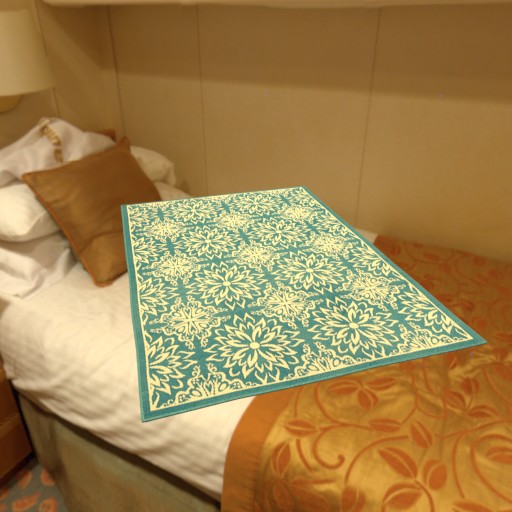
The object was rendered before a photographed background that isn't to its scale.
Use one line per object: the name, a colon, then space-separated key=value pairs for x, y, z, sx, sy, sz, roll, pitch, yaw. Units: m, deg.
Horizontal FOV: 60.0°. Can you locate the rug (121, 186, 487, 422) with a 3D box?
rug: x=0.000 y=0.000 z=2.760 sx=1.554 sy=0.012 sz=2.205 roll=-8 pitch=30 yaw=-15
